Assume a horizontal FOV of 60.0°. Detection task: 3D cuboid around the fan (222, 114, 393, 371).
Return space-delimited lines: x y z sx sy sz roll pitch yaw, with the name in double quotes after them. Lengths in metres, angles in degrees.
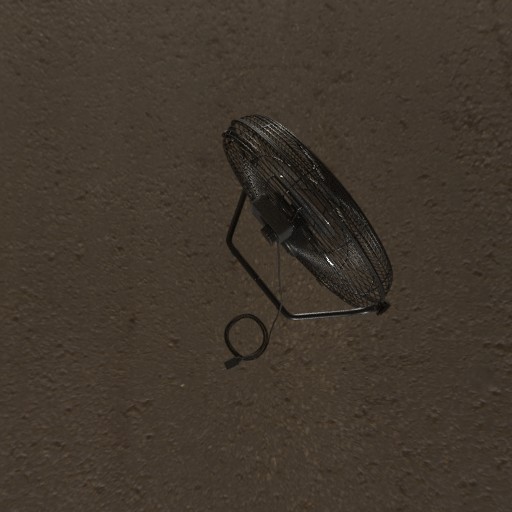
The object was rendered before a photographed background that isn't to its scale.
0.000 0.000 1.037 0.470 0.605 0.595 -38 78 -9 "fan"
